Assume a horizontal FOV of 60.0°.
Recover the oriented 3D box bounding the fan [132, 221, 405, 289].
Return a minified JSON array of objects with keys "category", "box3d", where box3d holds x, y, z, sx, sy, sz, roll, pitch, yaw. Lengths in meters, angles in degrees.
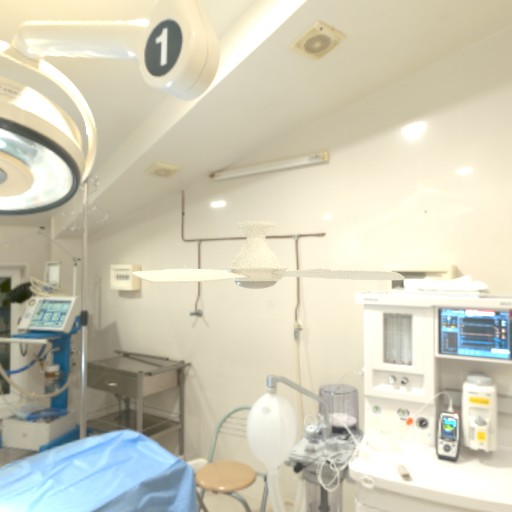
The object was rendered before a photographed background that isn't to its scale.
[{"category":"fan","box3d":[0.000,0.000,2.578,1.693,0.382,1.694,-1,-1,36]}]
